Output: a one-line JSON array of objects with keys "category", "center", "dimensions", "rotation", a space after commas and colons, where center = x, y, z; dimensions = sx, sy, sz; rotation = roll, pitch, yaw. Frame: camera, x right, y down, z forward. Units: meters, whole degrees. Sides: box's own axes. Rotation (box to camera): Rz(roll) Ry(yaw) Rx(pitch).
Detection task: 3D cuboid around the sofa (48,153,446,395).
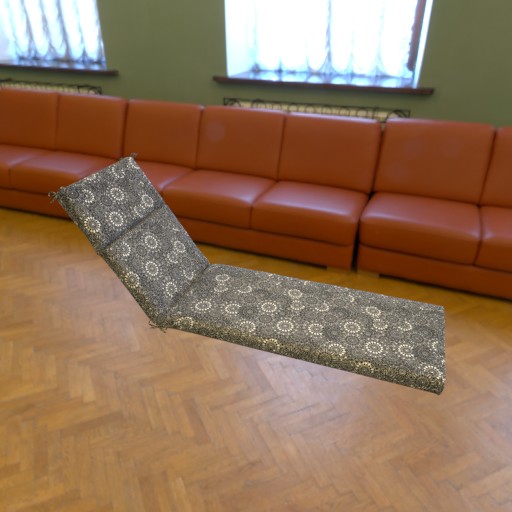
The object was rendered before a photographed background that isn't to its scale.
[{"category": "sofa", "center": [0.000, 0.000, 1.949], "dimensions": [1.663, 0.622, 0.582], "rotation": [10, 31, 17]}]
